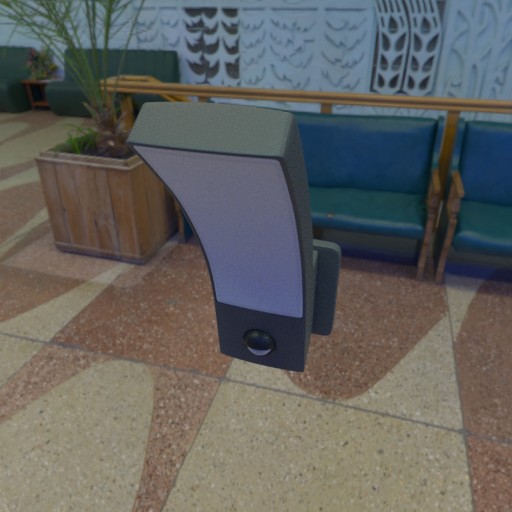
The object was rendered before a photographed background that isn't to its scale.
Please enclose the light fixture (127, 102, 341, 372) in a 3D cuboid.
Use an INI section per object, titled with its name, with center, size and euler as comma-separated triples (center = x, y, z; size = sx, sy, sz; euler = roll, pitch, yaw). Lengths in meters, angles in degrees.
[light fixture]
center = 0.000, 0.000, 0.332
size = 0.108, 0.243, 0.174
euler = 9, 31, 16
